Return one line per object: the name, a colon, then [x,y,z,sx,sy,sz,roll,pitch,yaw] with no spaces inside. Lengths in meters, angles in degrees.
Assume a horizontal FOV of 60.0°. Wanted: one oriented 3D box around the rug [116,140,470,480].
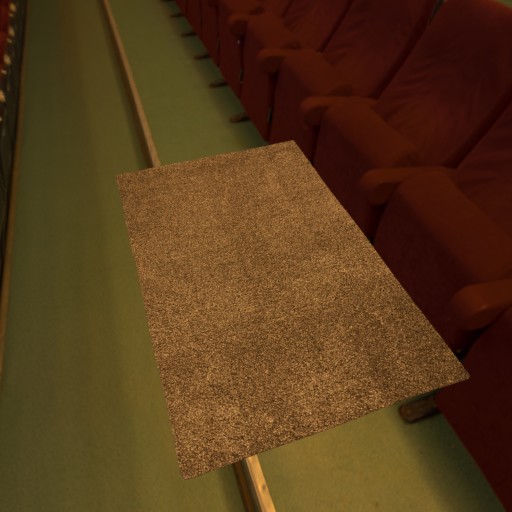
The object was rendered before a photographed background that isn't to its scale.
rug: [0.000,0.000,2.862,1.501,0.025,2.352,-14,48,-13]
